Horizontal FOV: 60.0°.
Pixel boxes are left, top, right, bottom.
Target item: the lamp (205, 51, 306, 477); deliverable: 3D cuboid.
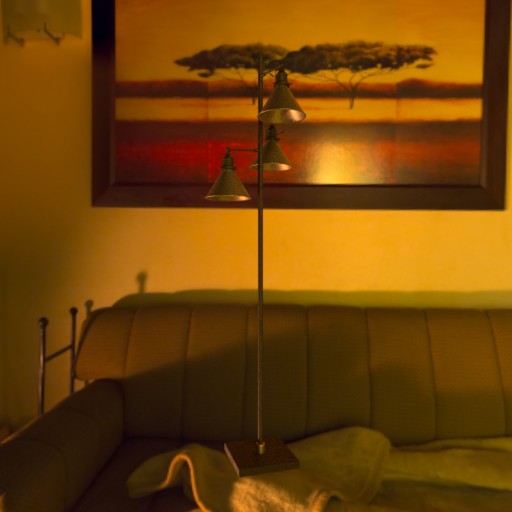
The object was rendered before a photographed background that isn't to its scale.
[{"bbox_3d":[0.000,0.000,1.851,0.415,1.716,0.428,0,1,-17],"label":"lamp"}]
